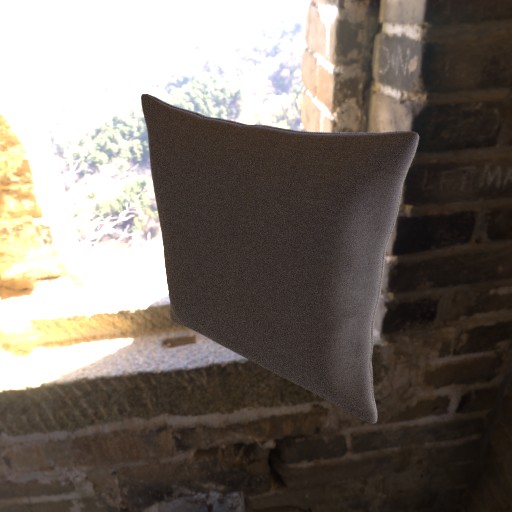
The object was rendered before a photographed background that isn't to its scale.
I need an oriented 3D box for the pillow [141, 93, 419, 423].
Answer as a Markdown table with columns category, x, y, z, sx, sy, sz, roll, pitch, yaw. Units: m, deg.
| category | x | y | z | sx | sy | sz | roll | pitch | yaw |
| --- | --- | --- | --- | --- | --- | --- | --- | --- | --- |
| pillow | 0.000 | 0.000 | 0.796 | 0.523 | 0.510 | 0.166 | 20 | 34 | 33 |
